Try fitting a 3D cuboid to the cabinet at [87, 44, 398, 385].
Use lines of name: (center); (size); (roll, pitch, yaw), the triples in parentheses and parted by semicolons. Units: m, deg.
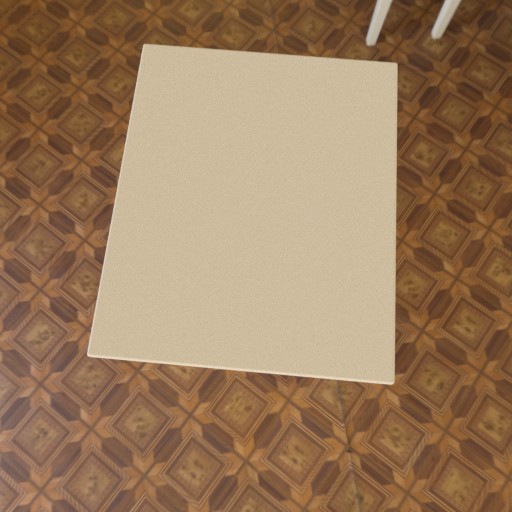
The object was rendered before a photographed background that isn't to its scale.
cabinet: (0.000, 0.000, 1.029); (0.431, 0.723, 0.520); (5, 75, 1)
